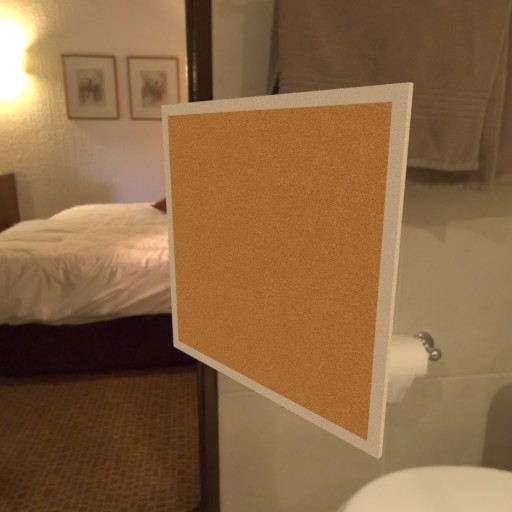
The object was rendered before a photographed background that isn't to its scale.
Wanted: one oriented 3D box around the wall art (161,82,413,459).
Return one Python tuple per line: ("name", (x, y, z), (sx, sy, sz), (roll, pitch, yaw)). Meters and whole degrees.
("wall art", (0.000, 0.000, 0.674), (0.009, 0.457, 0.456), (-14, 20, -43))
